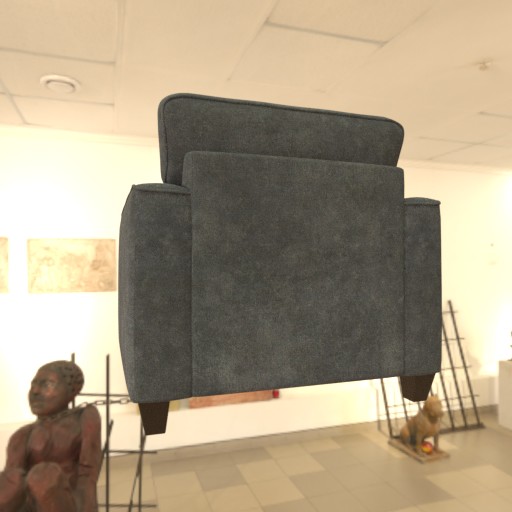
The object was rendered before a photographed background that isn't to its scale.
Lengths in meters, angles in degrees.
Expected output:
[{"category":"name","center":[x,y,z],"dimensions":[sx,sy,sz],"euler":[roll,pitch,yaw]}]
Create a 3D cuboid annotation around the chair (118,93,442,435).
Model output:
[{"category":"chair","center":[0.000,0.000,1.728],"dimensions":[1.015,0.965,0.939],"euler":[0,0,-19]}]
